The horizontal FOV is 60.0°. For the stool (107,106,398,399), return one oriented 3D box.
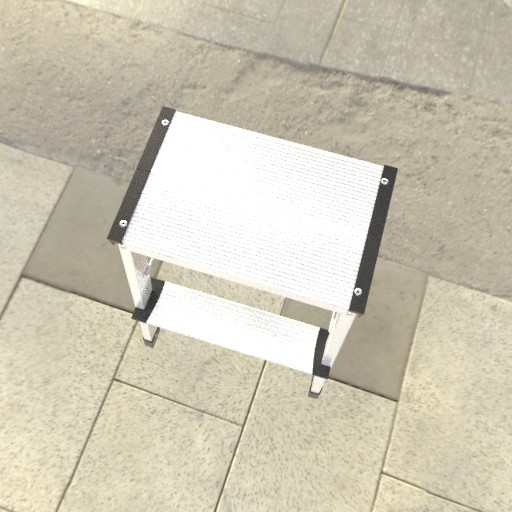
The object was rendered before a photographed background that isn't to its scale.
[{"bbox_3d":[0.000,0.000,0.800,0.404,0.480,0.405,16,74,5],"label":"stool"}]
